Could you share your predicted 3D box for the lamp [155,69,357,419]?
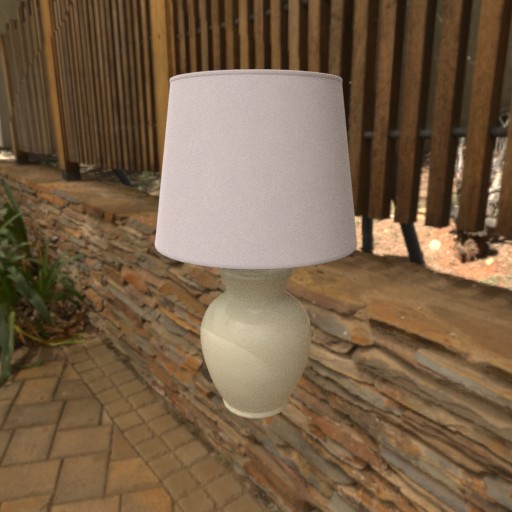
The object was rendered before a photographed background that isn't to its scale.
[{"bbox_3d":[0.000,0.000,0.542,0.239,0.399,0.239,0,15,0],"label":"lamp"}]
